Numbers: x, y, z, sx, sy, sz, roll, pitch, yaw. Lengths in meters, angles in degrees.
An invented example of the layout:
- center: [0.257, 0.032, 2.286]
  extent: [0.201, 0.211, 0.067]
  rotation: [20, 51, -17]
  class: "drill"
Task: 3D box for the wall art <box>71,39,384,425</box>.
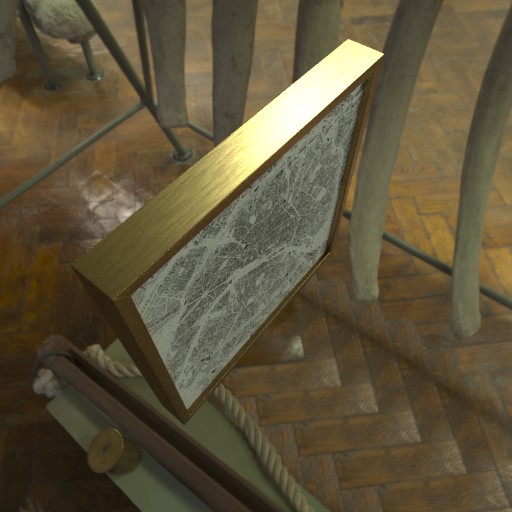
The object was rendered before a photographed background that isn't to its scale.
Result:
- center: [0.000, 0.000, 0.447]
  extent: [0.037, 0.305, 0.305]
  rotation: [34, 63, 20]
  class: "wall art"
